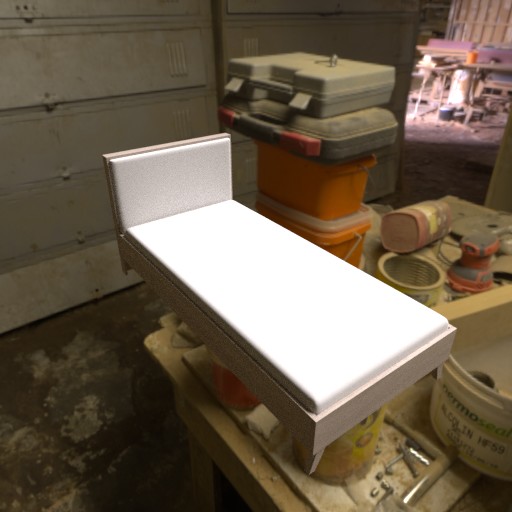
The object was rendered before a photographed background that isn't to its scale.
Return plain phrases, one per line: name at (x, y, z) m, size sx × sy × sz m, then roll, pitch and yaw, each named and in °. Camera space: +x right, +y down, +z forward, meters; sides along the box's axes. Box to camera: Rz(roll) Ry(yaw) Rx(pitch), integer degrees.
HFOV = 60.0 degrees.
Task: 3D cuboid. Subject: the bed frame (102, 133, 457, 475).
bed frame at (0.000, 0.000, 2.718) m, size 0.990 × 0.920 × 2.140 m, roll -20°, pitch 35°, yaw -31°
